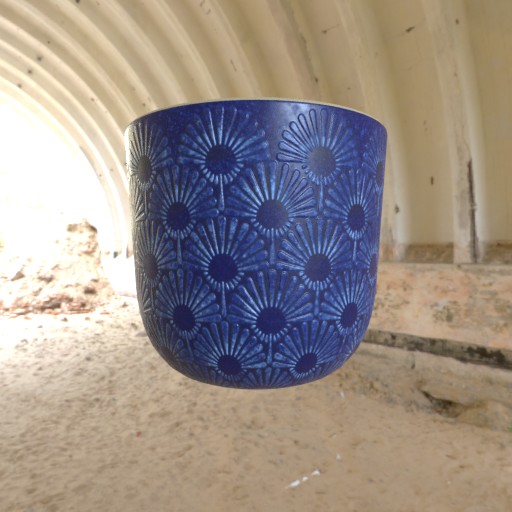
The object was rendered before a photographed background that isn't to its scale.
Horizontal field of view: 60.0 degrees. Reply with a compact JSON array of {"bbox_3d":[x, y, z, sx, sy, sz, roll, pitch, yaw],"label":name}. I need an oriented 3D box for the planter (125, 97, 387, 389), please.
[{"bbox_3d":[0.000,0.000,0.364,0.206,0.190,0.206,0,1,0],"label":"planter"}]
